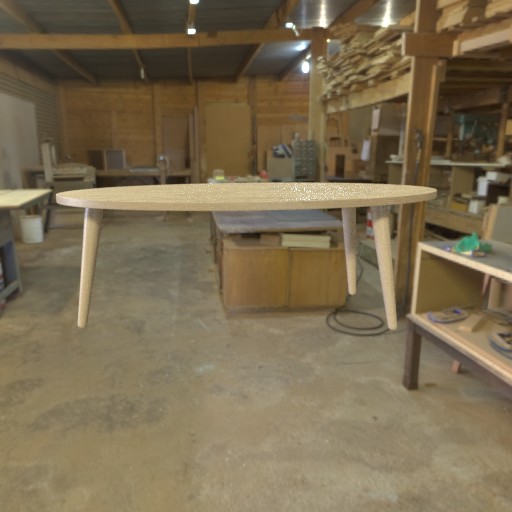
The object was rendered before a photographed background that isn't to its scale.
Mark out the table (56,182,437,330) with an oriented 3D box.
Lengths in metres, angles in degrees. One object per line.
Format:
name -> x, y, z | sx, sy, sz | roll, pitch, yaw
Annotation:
table -> 0.000, 0.000, 1.325 | 1.083, 0.390, 0.542 | -2, 14, -9
